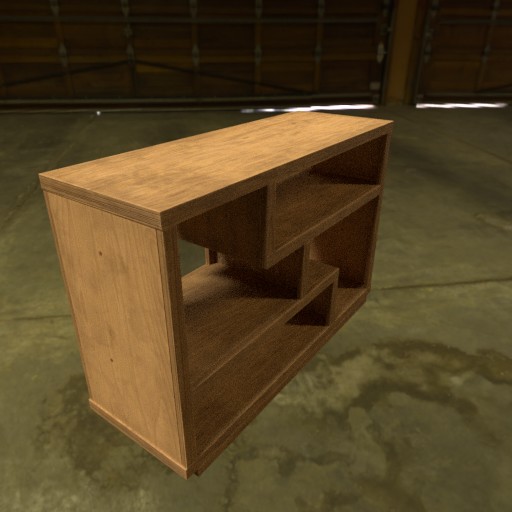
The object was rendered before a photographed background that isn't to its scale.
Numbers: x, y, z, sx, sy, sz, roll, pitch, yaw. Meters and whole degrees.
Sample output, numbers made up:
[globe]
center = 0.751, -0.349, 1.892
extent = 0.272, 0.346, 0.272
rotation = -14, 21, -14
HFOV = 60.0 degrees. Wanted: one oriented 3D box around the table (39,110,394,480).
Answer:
[table]
center = 0.000, 0.000, 1.504
extent = 0.410, 0.771, 1.151
rotation = 19, 32, 32
